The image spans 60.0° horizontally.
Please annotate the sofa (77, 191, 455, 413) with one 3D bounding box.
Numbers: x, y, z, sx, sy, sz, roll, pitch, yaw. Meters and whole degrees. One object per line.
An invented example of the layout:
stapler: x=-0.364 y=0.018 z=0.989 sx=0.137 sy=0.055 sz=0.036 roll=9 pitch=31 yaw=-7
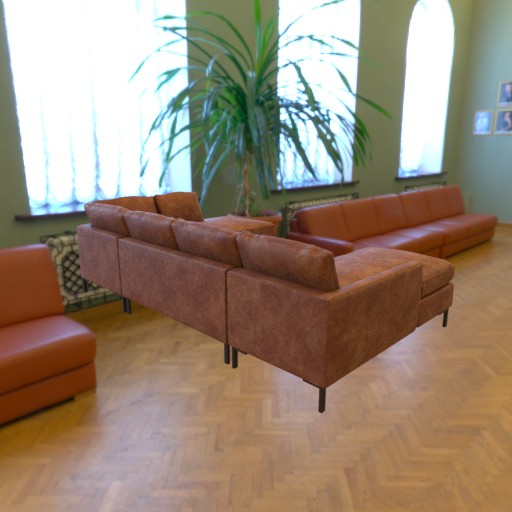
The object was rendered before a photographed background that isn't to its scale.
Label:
sofa: x=0.000 y=0.000 z=3.904 sx=2.956 sy=0.900 sz=1.939 roll=14 pitch=20 yaw=43
